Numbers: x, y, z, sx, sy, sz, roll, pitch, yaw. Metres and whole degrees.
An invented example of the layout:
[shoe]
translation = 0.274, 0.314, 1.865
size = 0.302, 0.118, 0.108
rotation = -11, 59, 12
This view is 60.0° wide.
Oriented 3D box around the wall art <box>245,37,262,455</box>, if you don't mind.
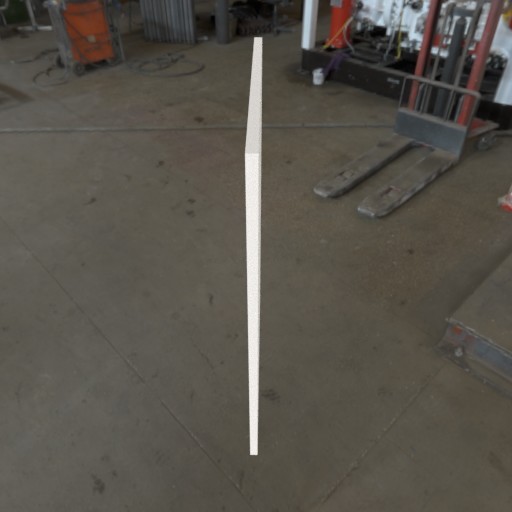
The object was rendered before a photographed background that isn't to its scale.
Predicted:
[wall art]
translation = 0.000, 0.000, 0.608
size = 0.010, 0.474, 0.325
rotation = 1, 40, 1
